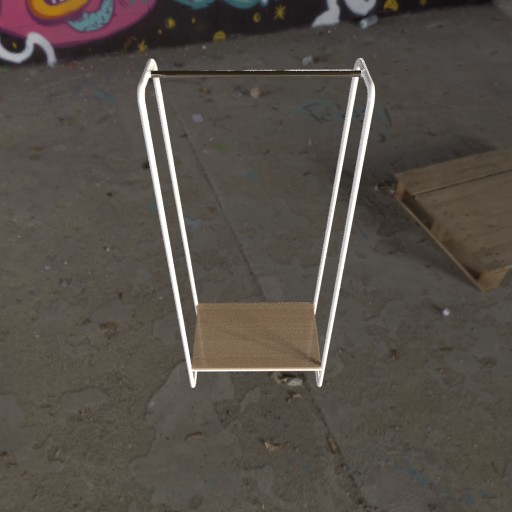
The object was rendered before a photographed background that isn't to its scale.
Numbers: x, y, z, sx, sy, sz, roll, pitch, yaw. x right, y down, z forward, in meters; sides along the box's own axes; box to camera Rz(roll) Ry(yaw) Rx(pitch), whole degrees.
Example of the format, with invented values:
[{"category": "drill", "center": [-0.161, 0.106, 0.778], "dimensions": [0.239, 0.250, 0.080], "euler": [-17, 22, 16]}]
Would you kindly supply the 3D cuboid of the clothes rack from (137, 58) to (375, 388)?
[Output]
[{"category": "clothes rack", "center": [0.000, 0.000, 1.785], "dimensions": [0.640, 1.500, 0.400], "euler": [0, 46, 0]}]
